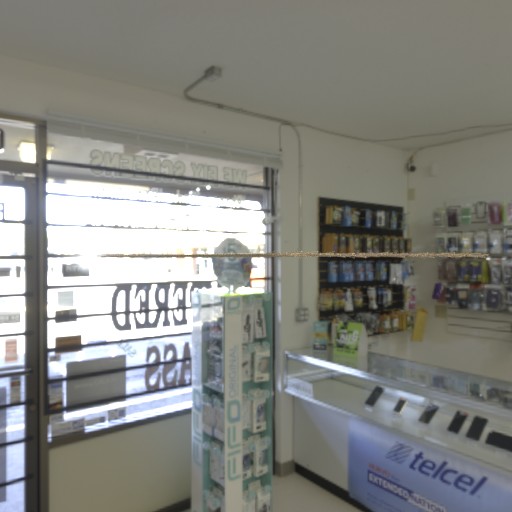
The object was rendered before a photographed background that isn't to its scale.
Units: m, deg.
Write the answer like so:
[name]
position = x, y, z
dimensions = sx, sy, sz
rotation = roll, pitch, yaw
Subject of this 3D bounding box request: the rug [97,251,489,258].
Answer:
[rug]
position = 0.000, 0.000, 3.129
dimensions = 1.528, 0.034, 2.523
rotation = 0, 0, -35
